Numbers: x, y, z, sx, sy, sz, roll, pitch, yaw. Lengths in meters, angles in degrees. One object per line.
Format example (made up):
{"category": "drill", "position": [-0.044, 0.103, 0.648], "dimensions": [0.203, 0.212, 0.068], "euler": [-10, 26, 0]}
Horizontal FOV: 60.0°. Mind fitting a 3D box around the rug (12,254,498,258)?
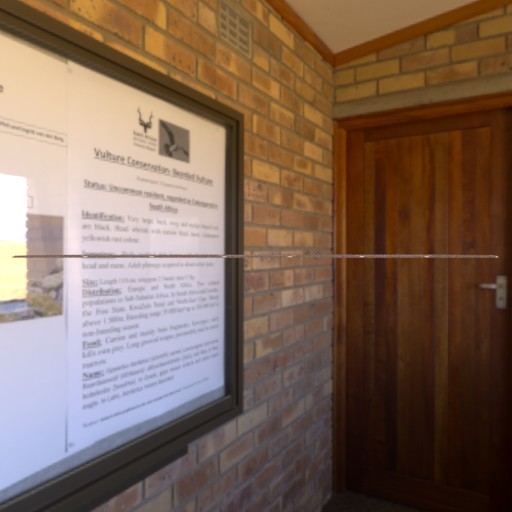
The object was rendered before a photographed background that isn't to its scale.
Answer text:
{"category": "rug", "position": [0.000, 0.000, 2.624], "dimensions": [2.464, 0.012, 0.773], "euler": [0, 0, -1]}
